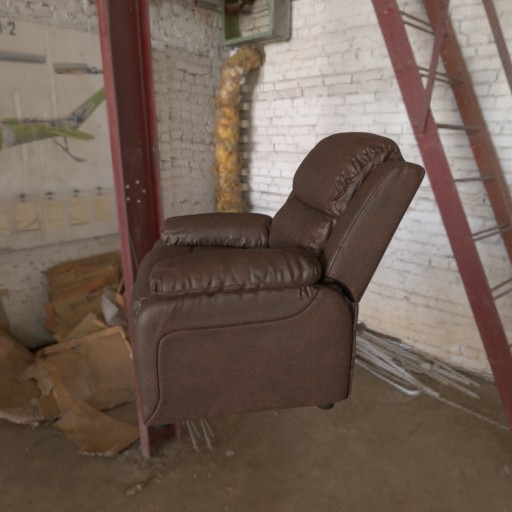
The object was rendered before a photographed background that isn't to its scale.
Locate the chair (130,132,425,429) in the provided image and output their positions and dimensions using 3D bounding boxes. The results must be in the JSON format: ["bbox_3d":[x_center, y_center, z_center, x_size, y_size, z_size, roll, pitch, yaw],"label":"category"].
[{"bbox_3d":[0.000,0.000,1.301,0.707,0.702,0.680,-2,15,-9],"label":"chair"}]
